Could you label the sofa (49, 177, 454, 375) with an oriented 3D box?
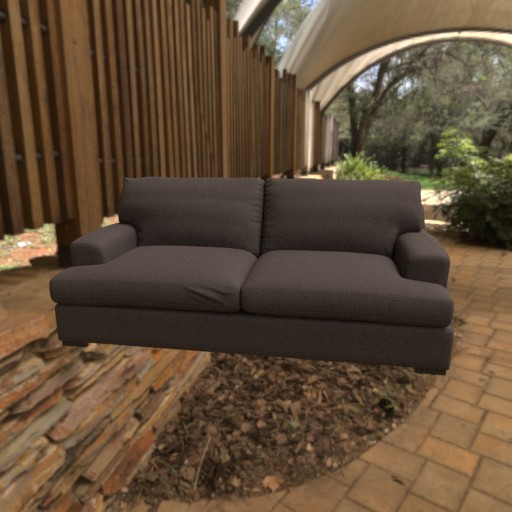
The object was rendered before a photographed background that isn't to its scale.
[{"bbox_3d":[0.000,0.000,2.863,2.271,0.950,1.140,2,14,9],"label":"sofa"}]
